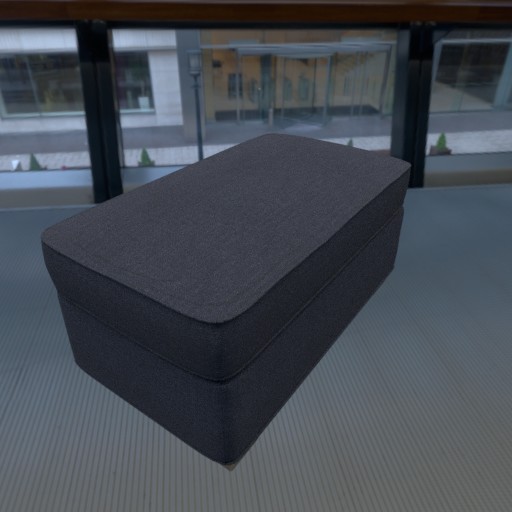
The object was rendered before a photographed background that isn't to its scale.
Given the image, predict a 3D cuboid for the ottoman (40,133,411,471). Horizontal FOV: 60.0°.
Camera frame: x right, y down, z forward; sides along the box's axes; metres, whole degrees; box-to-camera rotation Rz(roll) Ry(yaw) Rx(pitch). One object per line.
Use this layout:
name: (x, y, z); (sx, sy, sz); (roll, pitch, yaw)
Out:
ottoman: (0.000, 0.000, 1.173); (0.505, 0.453, 0.895); (21, 38, 29)
